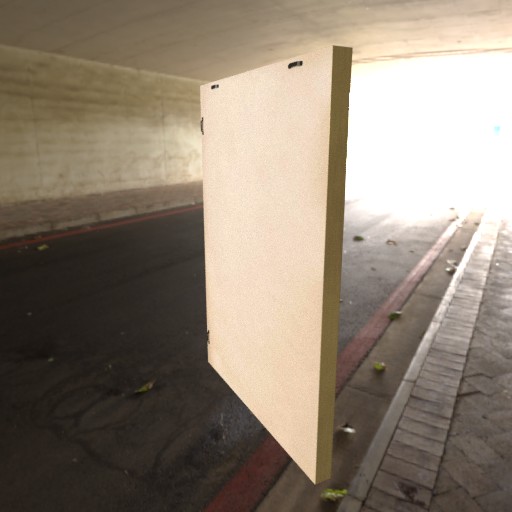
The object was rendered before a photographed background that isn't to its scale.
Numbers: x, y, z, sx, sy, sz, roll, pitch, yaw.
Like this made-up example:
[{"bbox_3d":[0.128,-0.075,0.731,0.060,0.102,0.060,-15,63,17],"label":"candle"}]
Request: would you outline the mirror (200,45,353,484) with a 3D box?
[{"bbox_3d":[0.000,0.000,0.914,0.040,0.710,0.507,-7,16,-27],"label":"mirror"}]
